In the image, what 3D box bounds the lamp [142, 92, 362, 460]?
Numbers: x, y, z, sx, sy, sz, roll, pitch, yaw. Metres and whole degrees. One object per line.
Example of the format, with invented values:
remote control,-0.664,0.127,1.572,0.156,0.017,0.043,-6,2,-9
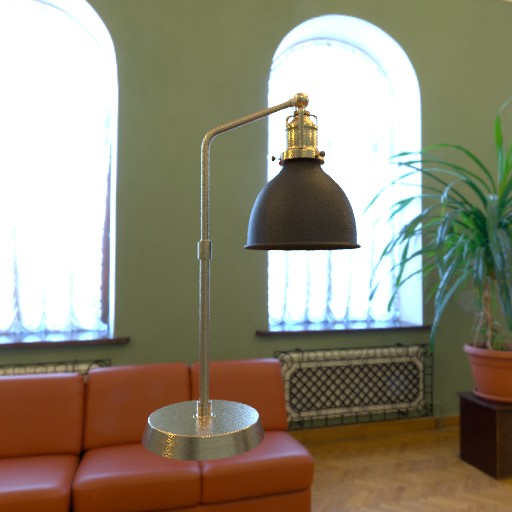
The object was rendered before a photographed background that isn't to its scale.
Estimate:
lamp,0.000,0.000,0.590,0.291,0.456,0.160,1,-2,-17
